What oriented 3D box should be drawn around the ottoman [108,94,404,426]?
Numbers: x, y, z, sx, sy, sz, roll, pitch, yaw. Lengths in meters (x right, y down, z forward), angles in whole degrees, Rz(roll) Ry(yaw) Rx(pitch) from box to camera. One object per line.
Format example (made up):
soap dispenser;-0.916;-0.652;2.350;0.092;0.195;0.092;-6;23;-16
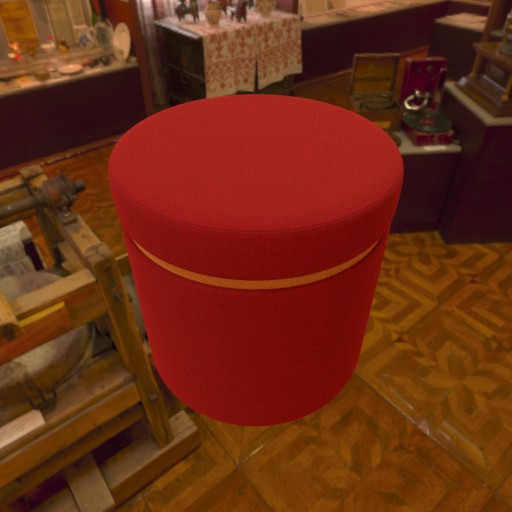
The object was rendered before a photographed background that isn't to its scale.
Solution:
ottoman;0.000;0.000;0.735;0.400;0.406;0.400;0;40;0
